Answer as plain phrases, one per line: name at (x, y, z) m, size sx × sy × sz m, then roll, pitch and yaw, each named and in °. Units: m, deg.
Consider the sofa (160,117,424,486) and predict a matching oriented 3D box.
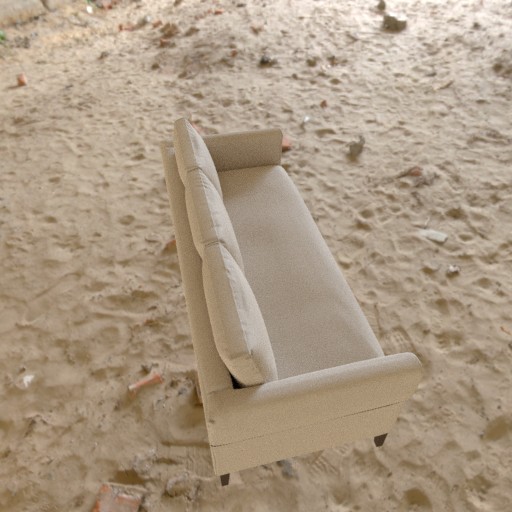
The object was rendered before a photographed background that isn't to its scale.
sofa at (0.000, 0.000, 2.637) m, size 0.902 × 0.911 × 2.198 m, roll -9°, pitch 44°, yaw -10°
